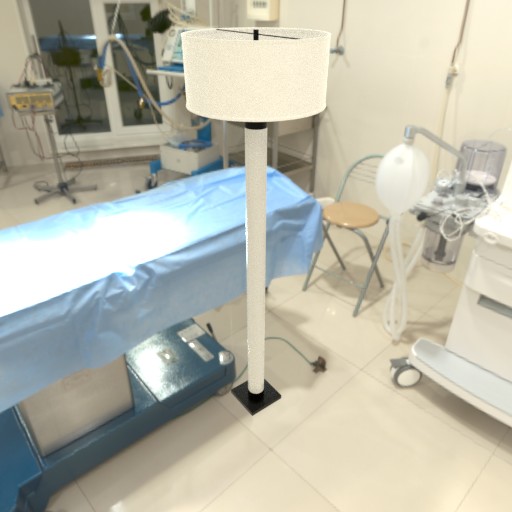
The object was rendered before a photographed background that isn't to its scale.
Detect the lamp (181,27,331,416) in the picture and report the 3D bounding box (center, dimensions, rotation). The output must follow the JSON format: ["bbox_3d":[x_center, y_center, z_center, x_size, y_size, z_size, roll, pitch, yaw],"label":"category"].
[{"bbox_3d":[0.000,0.000,1.617,0.420,1.475,0.420,-21,37,-31],"label":"lamp"}]
